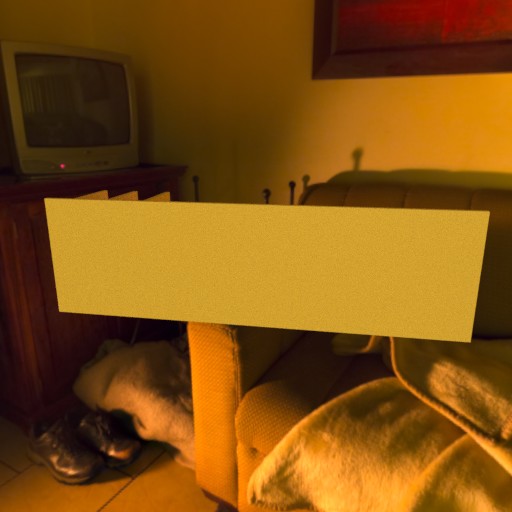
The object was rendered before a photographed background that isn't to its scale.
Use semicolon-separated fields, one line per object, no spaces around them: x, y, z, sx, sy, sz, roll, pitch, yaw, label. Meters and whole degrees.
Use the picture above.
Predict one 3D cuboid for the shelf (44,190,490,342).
0.000;0.000;1.139;1.020;0.300;0.200;3;16;9;shelf
